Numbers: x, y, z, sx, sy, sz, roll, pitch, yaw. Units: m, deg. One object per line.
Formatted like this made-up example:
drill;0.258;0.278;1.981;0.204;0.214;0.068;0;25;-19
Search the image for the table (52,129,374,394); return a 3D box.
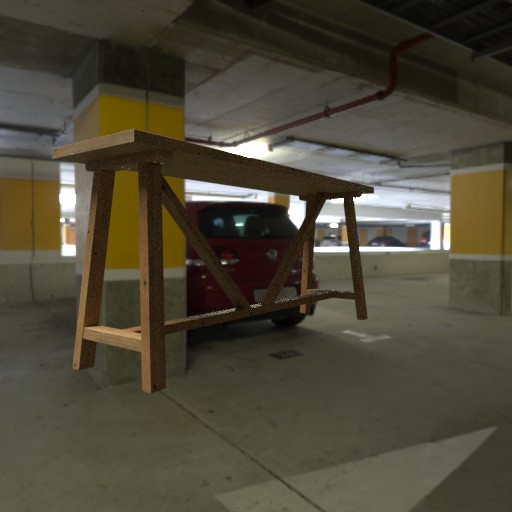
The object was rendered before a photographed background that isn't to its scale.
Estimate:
table;0.000;0.000;2.177;0.465;0.810;1.800;2;3;37
